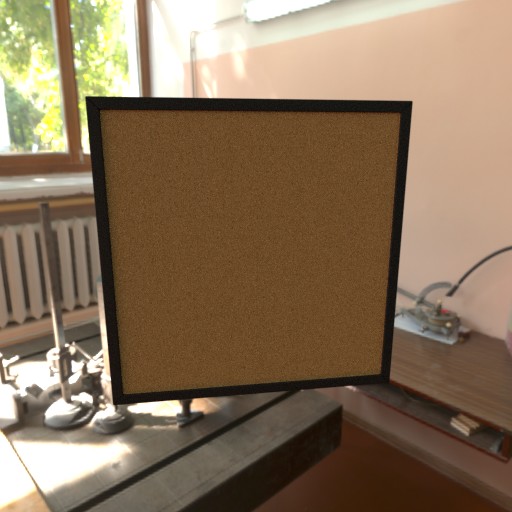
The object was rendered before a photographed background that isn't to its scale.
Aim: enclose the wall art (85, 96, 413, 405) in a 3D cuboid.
[{"bbox_3d":[0.000,0.000,0.760,0.508,0.508,0.037,-2,15,-8],"label":"wall art"}]
